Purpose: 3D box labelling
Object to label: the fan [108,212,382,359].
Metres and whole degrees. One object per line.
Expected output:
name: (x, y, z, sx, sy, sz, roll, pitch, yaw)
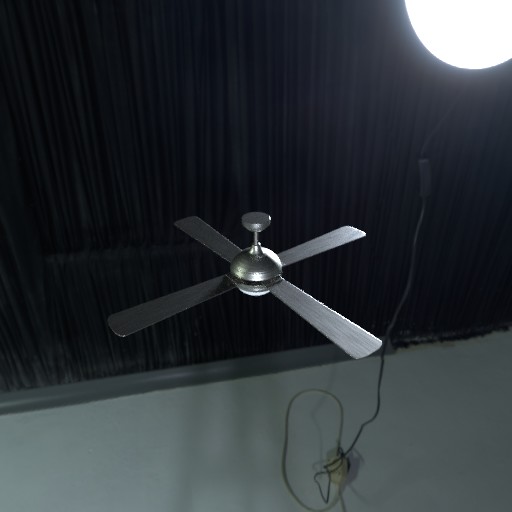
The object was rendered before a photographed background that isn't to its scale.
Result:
fan: (0.000, 0.000, 2.015, 1.321, 0.381, 1.321, -8, 31, -14)
